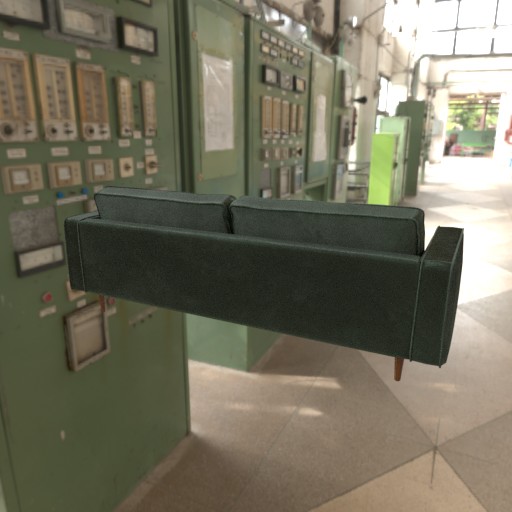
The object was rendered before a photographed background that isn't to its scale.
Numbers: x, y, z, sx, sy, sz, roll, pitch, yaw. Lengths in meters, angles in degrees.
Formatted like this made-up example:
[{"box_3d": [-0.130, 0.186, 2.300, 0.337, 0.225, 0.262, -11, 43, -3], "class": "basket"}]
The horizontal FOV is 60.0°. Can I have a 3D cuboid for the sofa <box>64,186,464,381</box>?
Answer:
[{"box_3d": [0.000, 0.000, 2.626, 2.214, 0.781, 0.886, 8, 17, 25], "class": "sofa"}]
